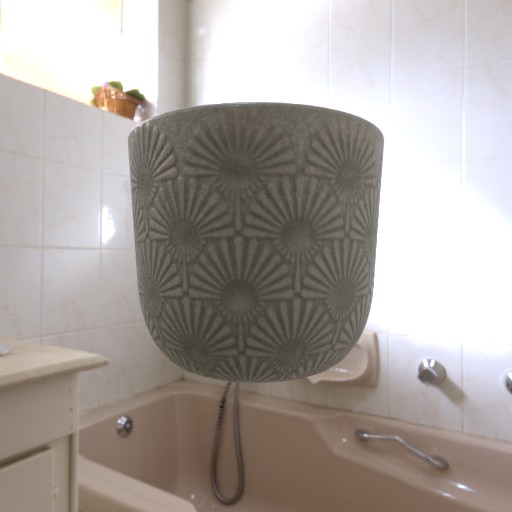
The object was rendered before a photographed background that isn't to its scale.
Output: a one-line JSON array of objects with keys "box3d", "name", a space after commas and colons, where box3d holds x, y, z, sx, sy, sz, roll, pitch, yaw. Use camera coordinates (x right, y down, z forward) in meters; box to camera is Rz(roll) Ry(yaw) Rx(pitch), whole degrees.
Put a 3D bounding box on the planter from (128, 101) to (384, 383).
[{"box3d": [0.000, 0.000, 0.304, 0.170, 0.152, 0.170, 0, -1, 0], "name": "planter"}]
